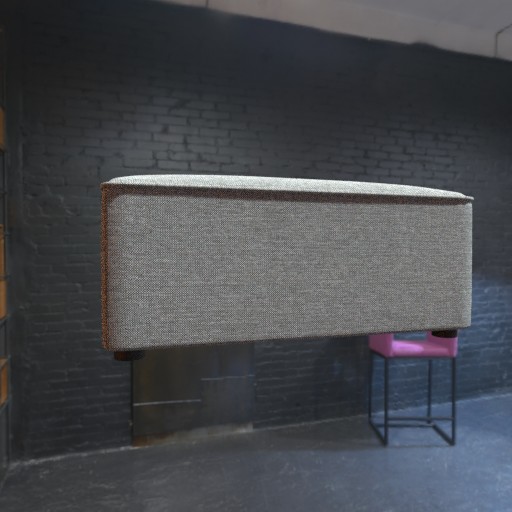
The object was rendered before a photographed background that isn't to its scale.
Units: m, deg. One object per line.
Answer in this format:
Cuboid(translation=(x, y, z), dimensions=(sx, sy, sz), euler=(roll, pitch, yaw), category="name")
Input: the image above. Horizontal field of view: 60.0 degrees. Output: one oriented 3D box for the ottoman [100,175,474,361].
Cuboid(translation=(0.000, 0.000, 1.572), dimensions=(1.005, 0.455, 1.005), euler=(0, 1, -17), category="ottoman")
